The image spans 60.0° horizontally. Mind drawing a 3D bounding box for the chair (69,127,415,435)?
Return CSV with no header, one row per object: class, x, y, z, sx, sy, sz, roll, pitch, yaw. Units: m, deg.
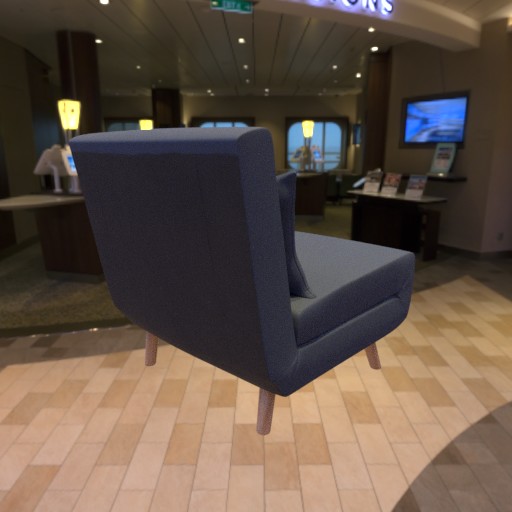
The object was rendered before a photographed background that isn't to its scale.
chair,0.000,0.000,1.496,0.770,0.808,0.900,13,19,42
